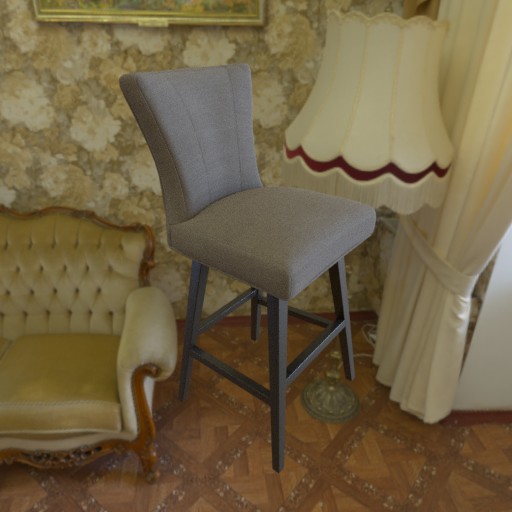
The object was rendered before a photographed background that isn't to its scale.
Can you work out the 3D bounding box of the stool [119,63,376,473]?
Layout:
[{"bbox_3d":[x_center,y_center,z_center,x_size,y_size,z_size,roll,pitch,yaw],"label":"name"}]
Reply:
[{"bbox_3d":[0.000,0.000,1.406,0.574,1.086,0.514,19,33,32],"label":"stool"}]
